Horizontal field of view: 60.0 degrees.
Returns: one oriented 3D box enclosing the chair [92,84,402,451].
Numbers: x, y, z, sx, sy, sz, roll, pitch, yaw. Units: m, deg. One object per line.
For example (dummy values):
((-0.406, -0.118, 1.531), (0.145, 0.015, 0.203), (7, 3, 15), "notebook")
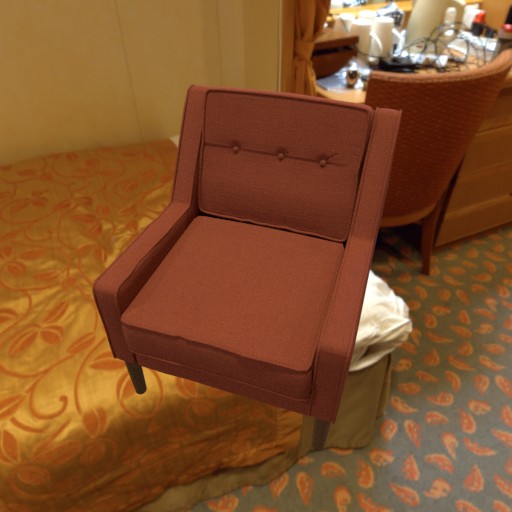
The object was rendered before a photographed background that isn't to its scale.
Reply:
((0.000, 0.000, 1.359), (0.680, 0.812, 0.770), (12, 42, 14), "chair")
